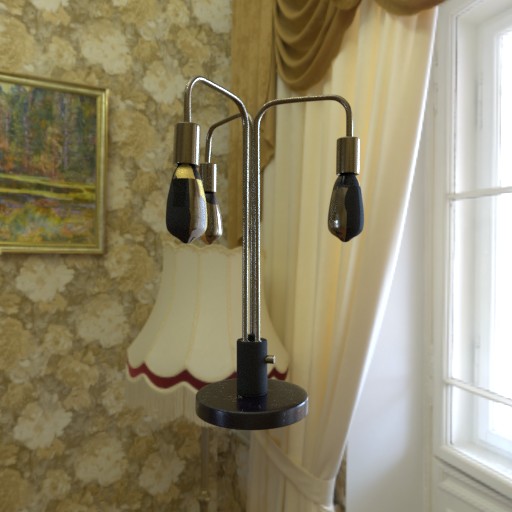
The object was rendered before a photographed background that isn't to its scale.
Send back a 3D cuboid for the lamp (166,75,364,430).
[{"bbox_3d":[0.000,0.000,0.782,0.368,0.560,0.355,0,0,17],"label":"lamp"}]
